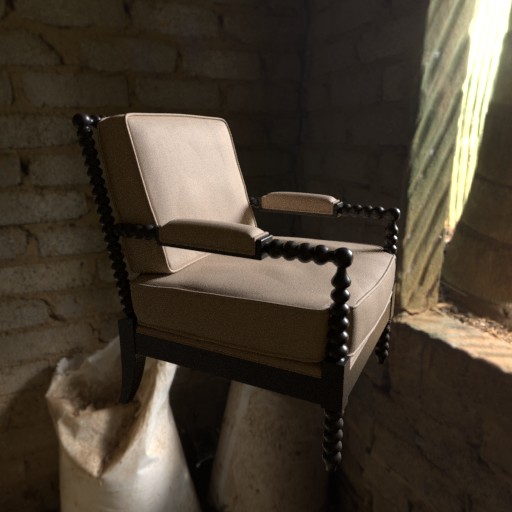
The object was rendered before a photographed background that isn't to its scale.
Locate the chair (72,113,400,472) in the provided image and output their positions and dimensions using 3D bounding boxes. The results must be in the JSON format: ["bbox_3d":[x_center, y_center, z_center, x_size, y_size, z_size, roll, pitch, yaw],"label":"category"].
[{"bbox_3d":[0.000,0.000,1.140,0.657,0.703,0.555,8,17,26],"label":"chair"}]
